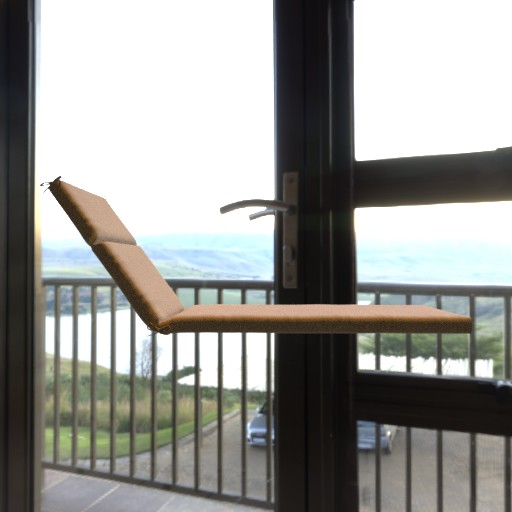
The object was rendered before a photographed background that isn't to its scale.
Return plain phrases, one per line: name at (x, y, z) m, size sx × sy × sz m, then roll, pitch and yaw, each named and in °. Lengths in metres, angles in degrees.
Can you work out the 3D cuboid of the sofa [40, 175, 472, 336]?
sofa at (0.000, 0.000, 1.952) m, size 1.663 × 0.622 × 0.582 m, roll 0°, pitch -1°, yaw 1°
